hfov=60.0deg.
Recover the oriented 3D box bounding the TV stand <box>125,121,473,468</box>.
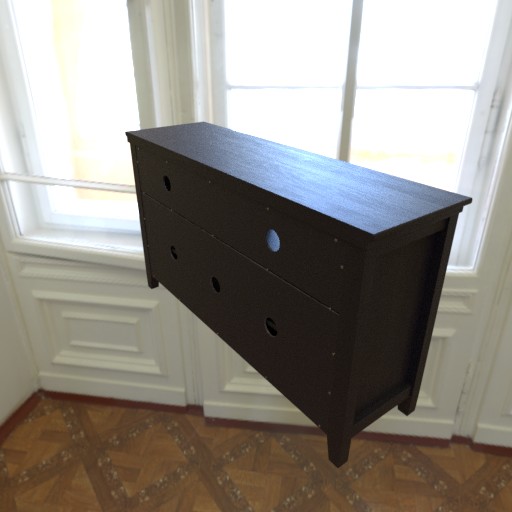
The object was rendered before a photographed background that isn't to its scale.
[{"bbox_3d":[0.000,0.000,1.502,0.347,0.681,1.198,-19,33,-32],"label":"TV stand"}]
